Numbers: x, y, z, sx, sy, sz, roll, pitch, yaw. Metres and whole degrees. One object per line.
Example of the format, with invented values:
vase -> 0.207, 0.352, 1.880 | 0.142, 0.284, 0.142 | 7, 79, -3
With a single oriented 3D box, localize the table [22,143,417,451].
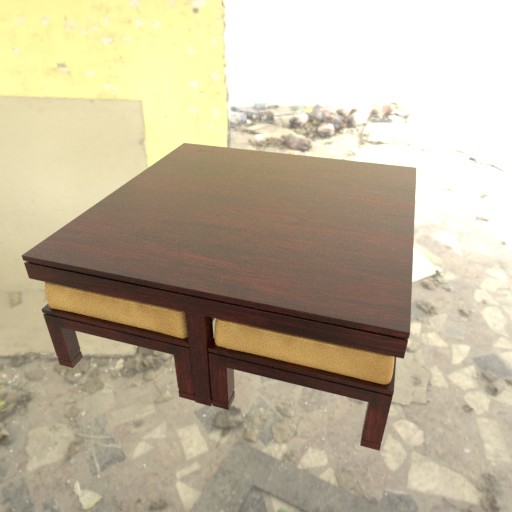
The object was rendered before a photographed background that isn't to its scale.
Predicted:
table -> 0.000, 0.000, 1.359 | 0.865, 0.356, 0.865 | 10, 34, 15
